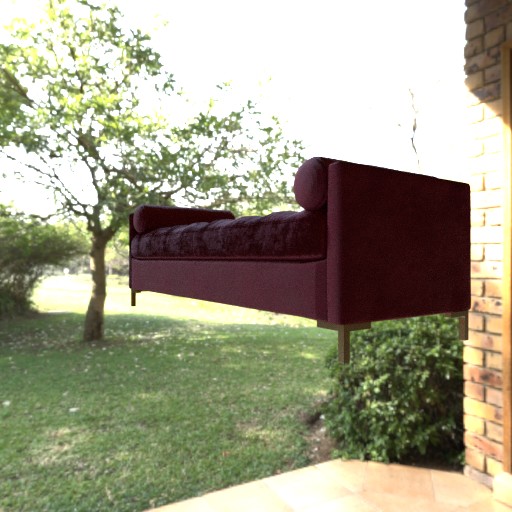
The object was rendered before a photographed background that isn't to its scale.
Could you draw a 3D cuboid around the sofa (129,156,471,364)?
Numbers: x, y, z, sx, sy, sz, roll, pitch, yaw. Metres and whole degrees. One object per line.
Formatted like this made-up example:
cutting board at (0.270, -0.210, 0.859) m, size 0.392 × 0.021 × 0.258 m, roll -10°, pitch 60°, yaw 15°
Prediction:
sofa at (0.000, 0.000, 2.488) m, size 0.796 × 0.705 × 2.102 m, roll 0°, pitch 0°, yaw -35°
